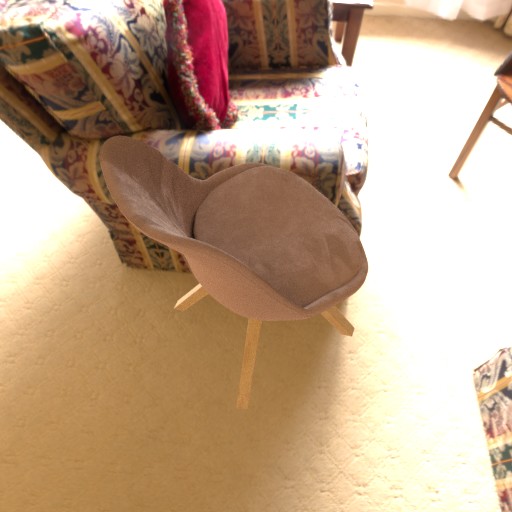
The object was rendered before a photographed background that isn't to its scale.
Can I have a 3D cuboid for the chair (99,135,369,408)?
[{"bbox_3d":[0.000,0.000,1.155,0.550,0.850,0.485,-30,63,-17],"label":"chair"}]
